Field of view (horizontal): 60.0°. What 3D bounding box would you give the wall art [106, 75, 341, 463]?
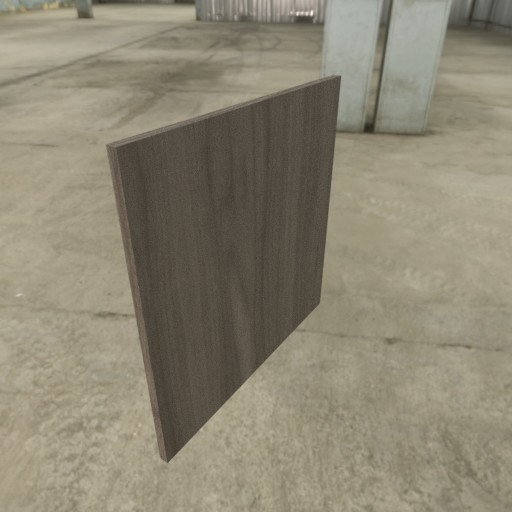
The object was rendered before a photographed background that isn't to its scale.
[{"bbox_3d":[0.000,0.000,0.749,0.016,0.507,0.508,20,36,29],"label":"wall art"}]
